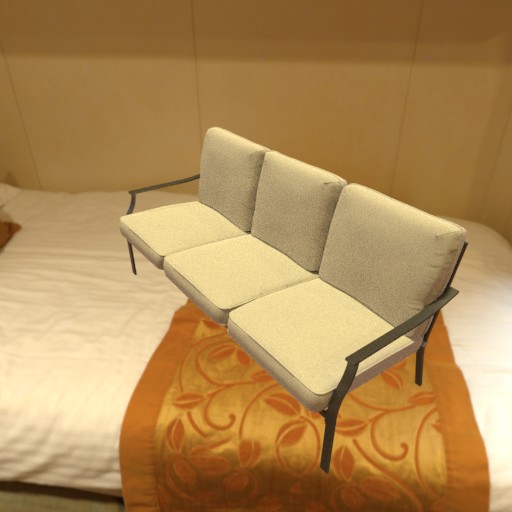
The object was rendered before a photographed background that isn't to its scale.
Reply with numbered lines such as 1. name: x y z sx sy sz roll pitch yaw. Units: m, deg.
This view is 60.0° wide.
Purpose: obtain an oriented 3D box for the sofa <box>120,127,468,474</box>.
1. sofa: 0.000 0.000 2.226 0.787 0.860 1.740 -22 39 -31
